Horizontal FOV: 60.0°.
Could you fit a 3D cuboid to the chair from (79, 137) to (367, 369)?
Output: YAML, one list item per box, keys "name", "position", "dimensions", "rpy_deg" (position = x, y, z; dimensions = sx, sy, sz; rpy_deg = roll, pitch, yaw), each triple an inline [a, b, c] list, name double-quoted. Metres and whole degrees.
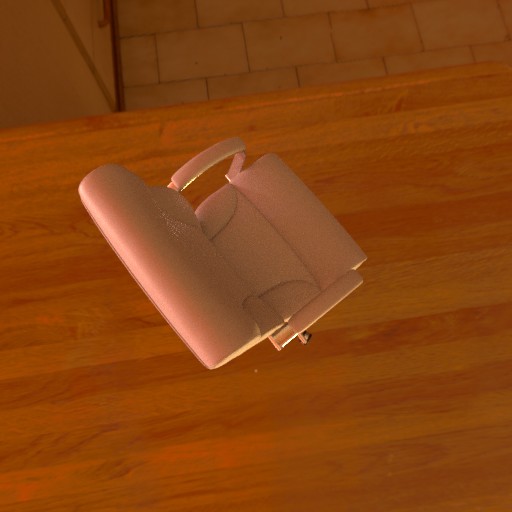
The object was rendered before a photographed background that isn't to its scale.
- name: "chair"
  position: [0.000, 0.000, 1.576]
  dimensions: [0.745, 1.099, 0.727]
  rpy_deg: [-38, 79, -9]
